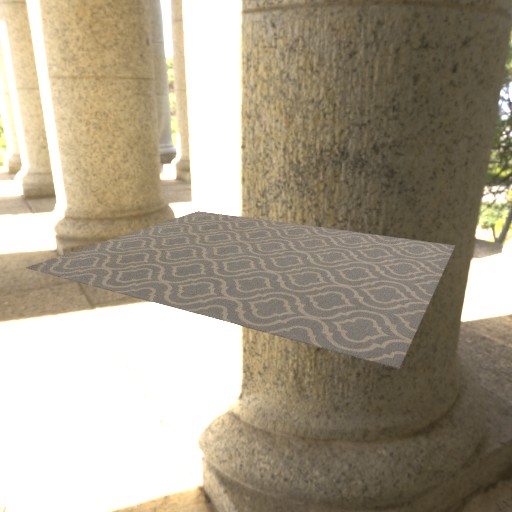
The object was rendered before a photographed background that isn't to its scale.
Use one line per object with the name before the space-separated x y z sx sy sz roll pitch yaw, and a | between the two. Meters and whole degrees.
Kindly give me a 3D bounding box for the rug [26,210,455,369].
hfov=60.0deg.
rug | 0.000 0.000 3.778 2.892 0.006 2.283 10 21 28
